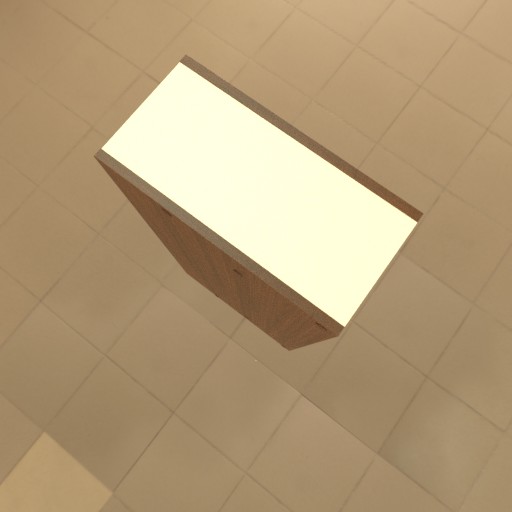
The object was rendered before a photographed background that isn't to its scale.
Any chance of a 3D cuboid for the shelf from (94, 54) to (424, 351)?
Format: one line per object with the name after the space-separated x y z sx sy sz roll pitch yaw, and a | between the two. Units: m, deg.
0.000 0.000 0.719 0.290 0.600 0.147 36 79 8 | shelf
